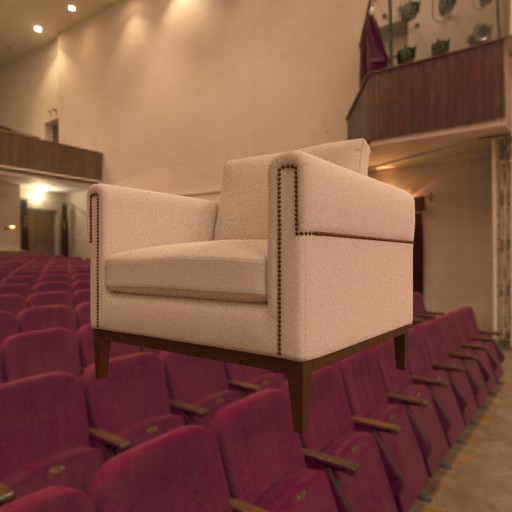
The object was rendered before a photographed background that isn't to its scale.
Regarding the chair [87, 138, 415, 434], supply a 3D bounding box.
[{"bbox_3d":[0.000,0.000,1.726,0.982,0.915,0.896,0,0,36],"label":"chair"}]
